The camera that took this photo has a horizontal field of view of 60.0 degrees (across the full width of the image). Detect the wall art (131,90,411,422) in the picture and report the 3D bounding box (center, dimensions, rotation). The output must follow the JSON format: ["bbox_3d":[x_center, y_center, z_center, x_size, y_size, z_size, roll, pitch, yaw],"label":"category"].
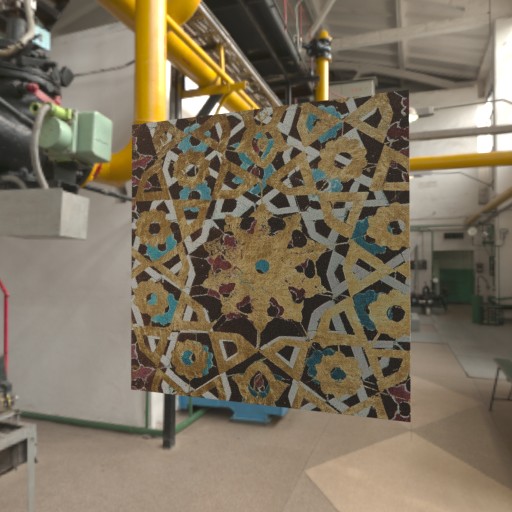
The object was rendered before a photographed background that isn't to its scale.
[{"bbox_3d":[0.000,0.000,0.615,0.404,0.406,0.010,0,-1,20],"label":"wall art"}]
